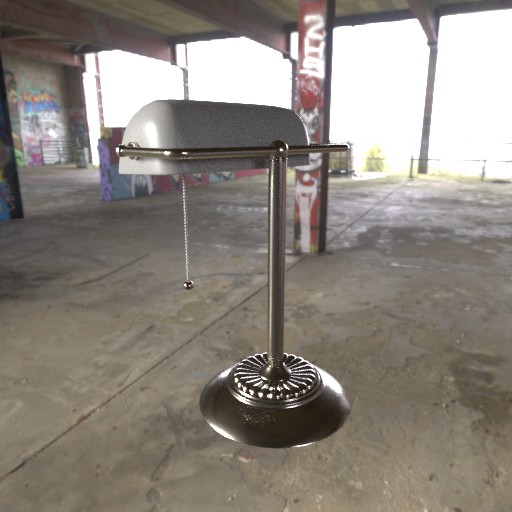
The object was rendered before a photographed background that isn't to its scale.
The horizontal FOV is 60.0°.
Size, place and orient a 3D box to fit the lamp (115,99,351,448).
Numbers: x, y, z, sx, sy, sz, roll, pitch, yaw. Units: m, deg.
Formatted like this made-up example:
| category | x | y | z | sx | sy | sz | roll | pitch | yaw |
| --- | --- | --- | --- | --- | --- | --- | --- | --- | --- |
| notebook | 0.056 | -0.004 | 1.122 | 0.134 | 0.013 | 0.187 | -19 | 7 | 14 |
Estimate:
| category | x | y | z | sx | sy | sz | roll | pitch | yaw |
| --- | --- | --- | --- | --- | --- | --- | --- | --- | --- |
| lamp | 0.000 | 0.000 | 0.507 | 0.264 | 0.339 | 0.243 | -15 | 21 | -42 |
